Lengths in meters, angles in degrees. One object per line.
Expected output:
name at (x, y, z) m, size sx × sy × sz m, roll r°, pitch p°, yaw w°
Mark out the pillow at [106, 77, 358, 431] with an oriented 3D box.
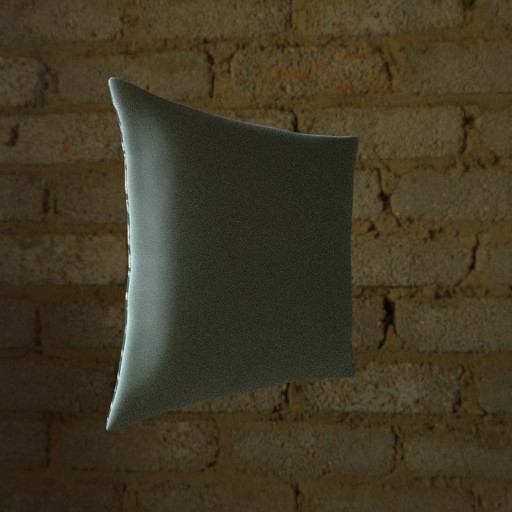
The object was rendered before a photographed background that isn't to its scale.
pillow at (0.000, 0.000, 0.787) m, size 0.525 × 0.508 × 0.166 m, roll 0°, pitch -1°, yaw -36°
